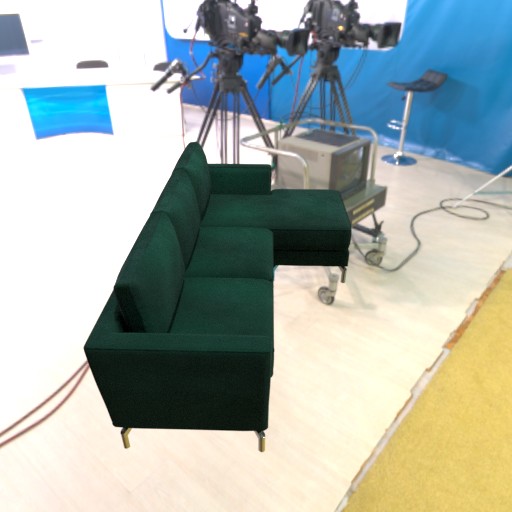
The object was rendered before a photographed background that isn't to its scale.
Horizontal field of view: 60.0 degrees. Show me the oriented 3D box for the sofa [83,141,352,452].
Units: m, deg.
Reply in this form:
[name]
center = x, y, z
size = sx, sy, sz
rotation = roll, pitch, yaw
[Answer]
[sofa]
center = 0.000, 0.000, 3.118
size = 1.489, 1.007, 2.441
rotation = 1, 31, 1
